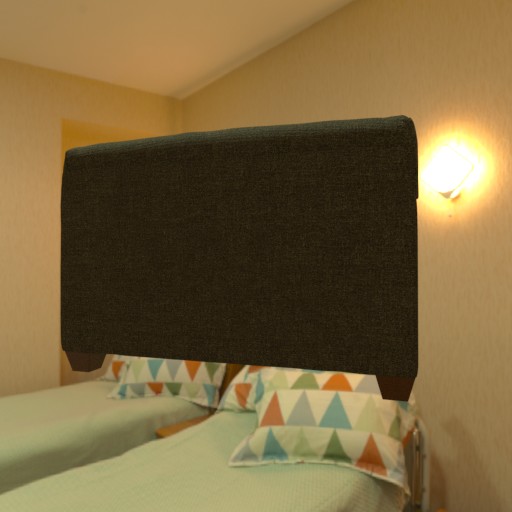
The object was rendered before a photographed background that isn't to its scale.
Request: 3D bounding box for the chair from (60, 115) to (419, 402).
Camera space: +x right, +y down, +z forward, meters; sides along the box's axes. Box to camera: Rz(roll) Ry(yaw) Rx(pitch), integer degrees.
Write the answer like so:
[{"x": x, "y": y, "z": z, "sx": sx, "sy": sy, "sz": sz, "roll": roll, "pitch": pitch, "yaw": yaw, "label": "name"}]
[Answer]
[{"x": 0.000, "y": 0.000, "z": 2.048, "sx": 1.383, "sy": 0.948, "sz": 1.000, "roll": 0, "pitch": -1, "yaw": 18, "label": "chair"}]
